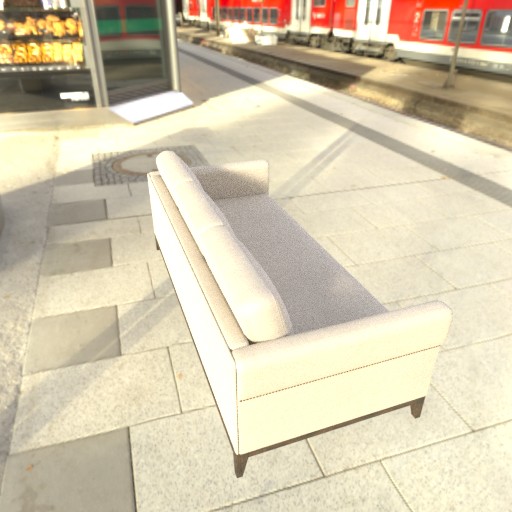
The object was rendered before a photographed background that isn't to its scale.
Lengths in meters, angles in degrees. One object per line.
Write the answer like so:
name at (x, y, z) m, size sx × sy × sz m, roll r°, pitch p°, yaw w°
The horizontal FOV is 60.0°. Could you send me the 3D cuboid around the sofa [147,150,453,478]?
sofa at (0.000, 0.000, 2.704) m, size 0.959 × 0.838 × 2.210 m, roll -10°, pitch 31°, yaw -17°
